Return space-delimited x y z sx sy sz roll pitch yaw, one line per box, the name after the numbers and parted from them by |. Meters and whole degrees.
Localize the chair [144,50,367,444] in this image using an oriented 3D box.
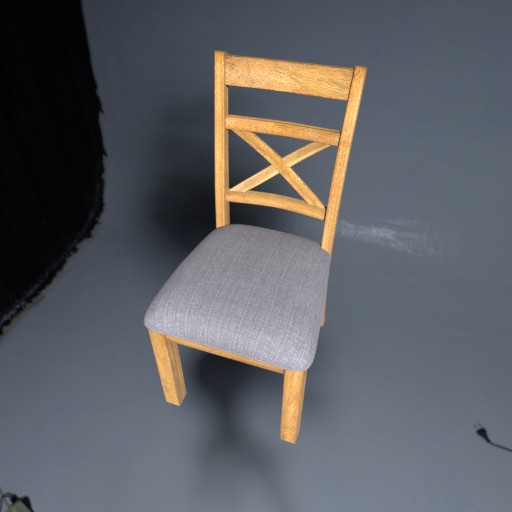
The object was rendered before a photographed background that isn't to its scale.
0.000 0.000 1.285 0.470 0.949 0.581 13 43 14 | chair
